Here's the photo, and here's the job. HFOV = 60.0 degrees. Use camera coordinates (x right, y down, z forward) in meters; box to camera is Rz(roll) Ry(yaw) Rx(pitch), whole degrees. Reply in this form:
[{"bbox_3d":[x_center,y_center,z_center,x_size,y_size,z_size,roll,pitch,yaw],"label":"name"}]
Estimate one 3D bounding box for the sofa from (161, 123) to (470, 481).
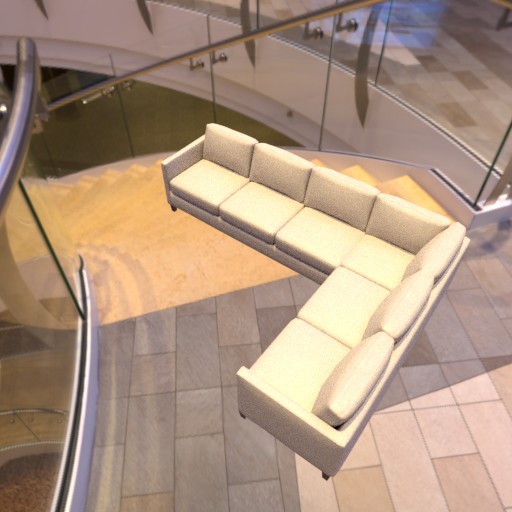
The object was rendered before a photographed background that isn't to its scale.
[{"bbox_3d":[0.000,0.000,4.420,3.333,0.934,2.522,29,53,25],"label":"sofa"}]
